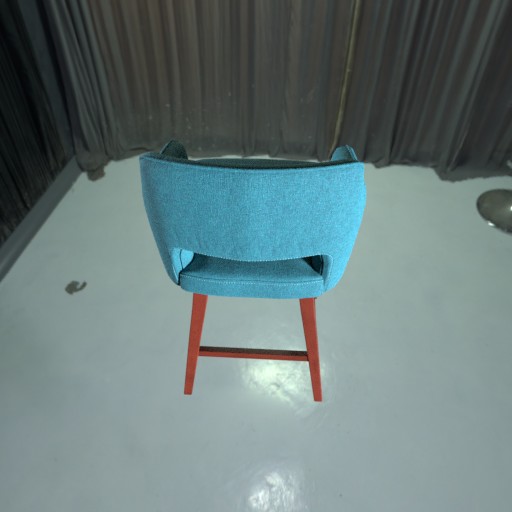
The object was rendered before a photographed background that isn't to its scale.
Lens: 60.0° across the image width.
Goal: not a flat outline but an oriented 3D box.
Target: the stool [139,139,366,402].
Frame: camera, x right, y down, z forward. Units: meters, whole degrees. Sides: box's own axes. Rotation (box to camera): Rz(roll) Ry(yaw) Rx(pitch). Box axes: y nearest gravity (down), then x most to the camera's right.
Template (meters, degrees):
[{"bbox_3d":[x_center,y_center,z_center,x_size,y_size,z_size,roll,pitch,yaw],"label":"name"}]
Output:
[{"bbox_3d":[0.000,0.000,1.321,0.548,0.961,0.556,2,45,2],"label":"stool"}]
